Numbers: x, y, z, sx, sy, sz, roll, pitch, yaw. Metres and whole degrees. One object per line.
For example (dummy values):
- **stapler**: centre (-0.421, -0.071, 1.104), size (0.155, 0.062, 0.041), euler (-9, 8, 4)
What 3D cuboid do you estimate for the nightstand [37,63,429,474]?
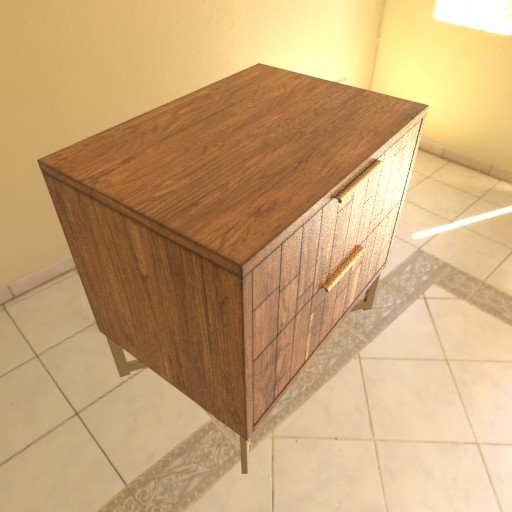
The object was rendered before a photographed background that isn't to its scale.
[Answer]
- **nightstand**: centre (0.000, 0.000, 1.012), size (0.446, 0.610, 0.610), euler (26, 48, 27)
